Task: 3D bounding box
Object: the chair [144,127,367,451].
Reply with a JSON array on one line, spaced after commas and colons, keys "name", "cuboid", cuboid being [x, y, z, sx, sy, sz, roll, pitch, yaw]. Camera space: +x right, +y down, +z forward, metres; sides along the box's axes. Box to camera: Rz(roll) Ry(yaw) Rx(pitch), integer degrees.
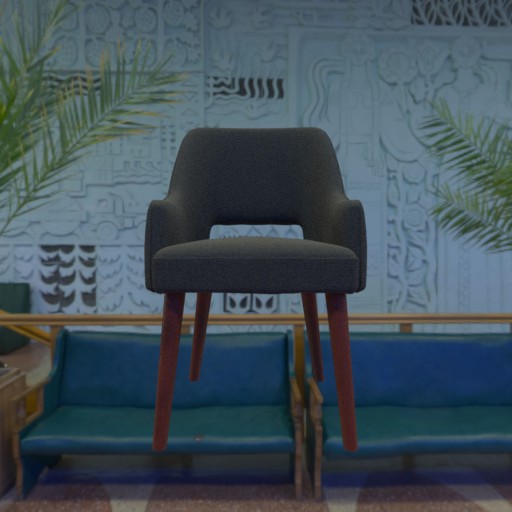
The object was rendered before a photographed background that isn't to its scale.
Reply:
[{"name": "chair", "cuboid": [0.000, 0.000, 1.236, 0.559, 0.838, 0.560, 0, 2, 1]}]
